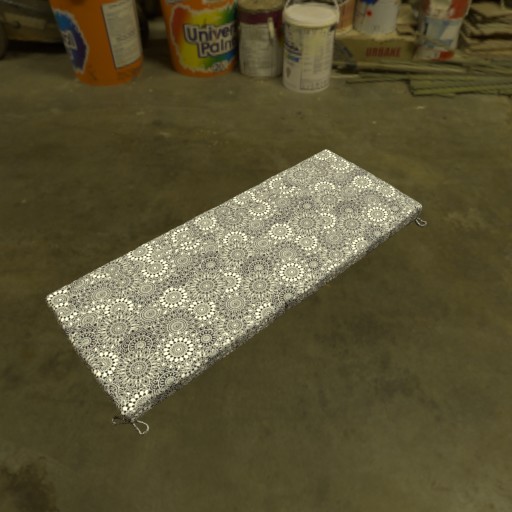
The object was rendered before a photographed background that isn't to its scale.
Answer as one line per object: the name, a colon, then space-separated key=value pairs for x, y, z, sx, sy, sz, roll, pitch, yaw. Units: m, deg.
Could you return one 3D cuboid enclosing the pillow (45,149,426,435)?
pillow: x=0.000 y=0.000 z=1.379 sx=1.187 sy=0.081 sz=0.492 roll=-32 pitch=54 yaw=-26
